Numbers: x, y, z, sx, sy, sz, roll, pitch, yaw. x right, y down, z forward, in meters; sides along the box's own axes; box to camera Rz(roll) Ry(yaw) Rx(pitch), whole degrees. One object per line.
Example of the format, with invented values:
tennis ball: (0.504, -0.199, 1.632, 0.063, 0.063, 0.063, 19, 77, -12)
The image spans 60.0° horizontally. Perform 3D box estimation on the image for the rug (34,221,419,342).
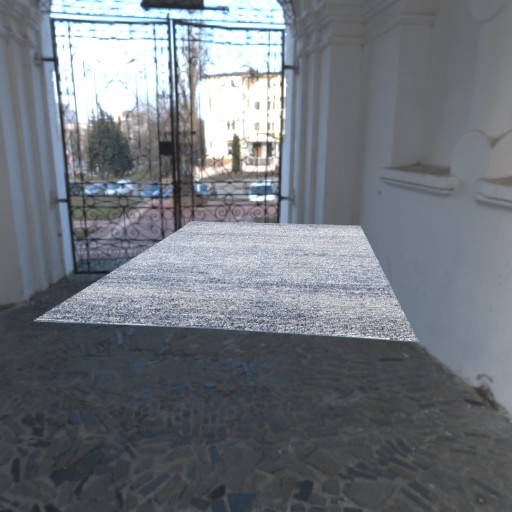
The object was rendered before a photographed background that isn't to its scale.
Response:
rug: (0.000, 0.000, 2.109, 1.135, 0.010, 1.740, 2, 15, 8)
